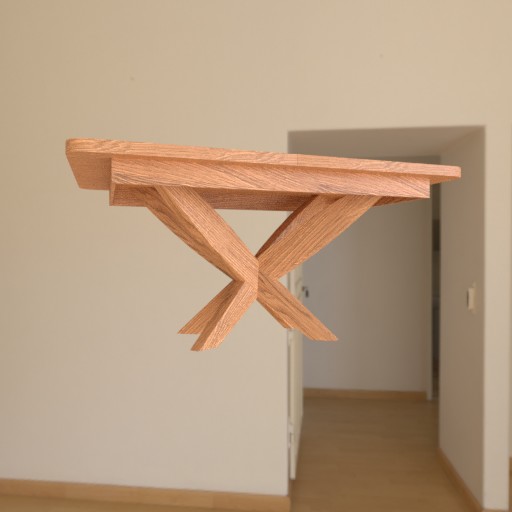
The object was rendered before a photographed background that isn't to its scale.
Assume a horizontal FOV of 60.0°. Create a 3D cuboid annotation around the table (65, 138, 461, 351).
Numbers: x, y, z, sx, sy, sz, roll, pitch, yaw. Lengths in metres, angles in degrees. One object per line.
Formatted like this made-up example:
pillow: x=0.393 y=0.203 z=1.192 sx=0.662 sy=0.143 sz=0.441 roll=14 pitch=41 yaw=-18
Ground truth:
table: x=0.000 y=0.000 z=2.103 sx=1.600 sy=0.770 sz=0.950 roll=0 pitch=1 yaw=-19
